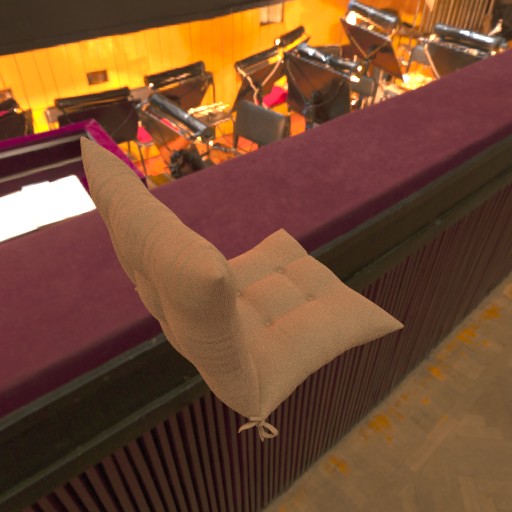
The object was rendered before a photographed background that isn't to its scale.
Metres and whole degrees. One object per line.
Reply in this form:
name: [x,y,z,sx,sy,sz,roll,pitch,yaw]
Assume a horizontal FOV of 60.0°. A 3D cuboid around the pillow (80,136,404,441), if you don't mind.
pillow: [0.000,0.000,1.015,0.585,0.536,0.541,-26,47,-27]
